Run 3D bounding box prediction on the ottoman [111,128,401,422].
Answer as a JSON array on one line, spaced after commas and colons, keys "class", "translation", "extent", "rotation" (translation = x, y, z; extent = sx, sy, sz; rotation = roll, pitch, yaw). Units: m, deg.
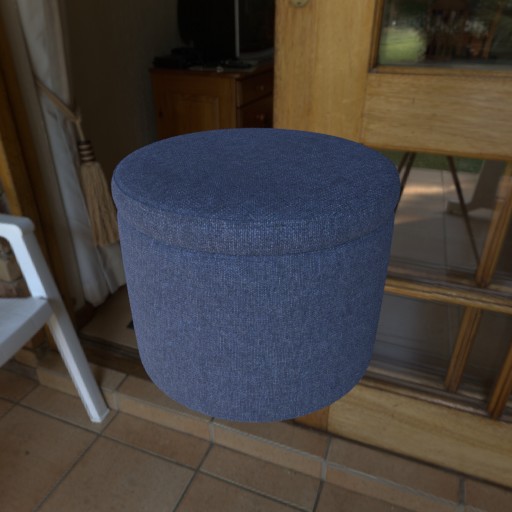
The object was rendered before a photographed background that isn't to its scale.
[{"class": "ottoman", "translation": [0.000, 0.000, 0.910], "extent": [0.520, 0.430, 0.520], "rotation": [0, 29, 0]}]
